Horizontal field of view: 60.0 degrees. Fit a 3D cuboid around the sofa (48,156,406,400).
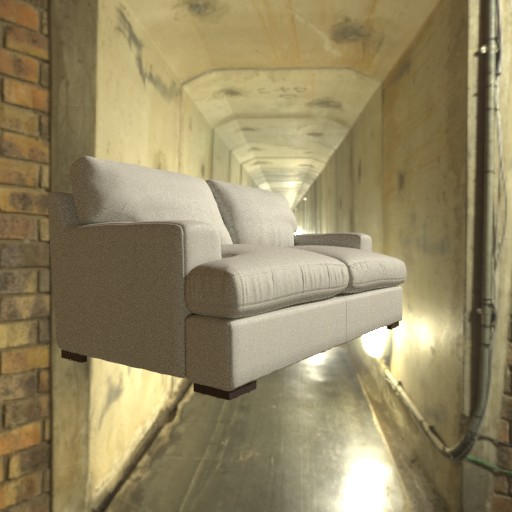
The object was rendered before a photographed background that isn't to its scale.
[{"bbox_3d":[0.000,0.000,2.487,1.143,0.940,1.880,1,1,36],"label":"sofa"}]
